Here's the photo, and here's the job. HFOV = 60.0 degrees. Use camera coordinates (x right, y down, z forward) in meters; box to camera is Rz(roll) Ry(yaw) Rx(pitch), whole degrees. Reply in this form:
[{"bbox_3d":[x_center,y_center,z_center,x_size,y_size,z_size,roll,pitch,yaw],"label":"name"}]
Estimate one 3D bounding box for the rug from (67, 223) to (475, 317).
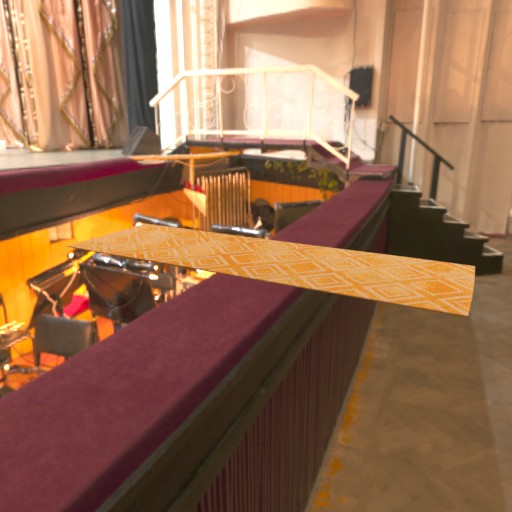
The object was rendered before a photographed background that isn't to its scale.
[{"bbox_3d":[0.000,0.000,2.740,2.438,0.010,0.775,8,19,26],"label":"rug"}]
